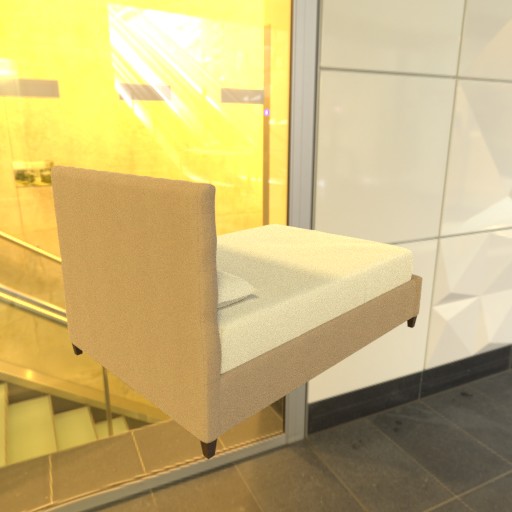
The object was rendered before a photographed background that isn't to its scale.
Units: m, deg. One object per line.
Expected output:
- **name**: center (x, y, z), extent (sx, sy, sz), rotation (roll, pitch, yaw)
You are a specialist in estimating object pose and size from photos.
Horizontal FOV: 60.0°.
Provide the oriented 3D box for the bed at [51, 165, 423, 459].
- **bed**: center (0.000, 0.000, 3.472), extent (1.698, 1.427, 2.387), rotation (15, 21, 43)
